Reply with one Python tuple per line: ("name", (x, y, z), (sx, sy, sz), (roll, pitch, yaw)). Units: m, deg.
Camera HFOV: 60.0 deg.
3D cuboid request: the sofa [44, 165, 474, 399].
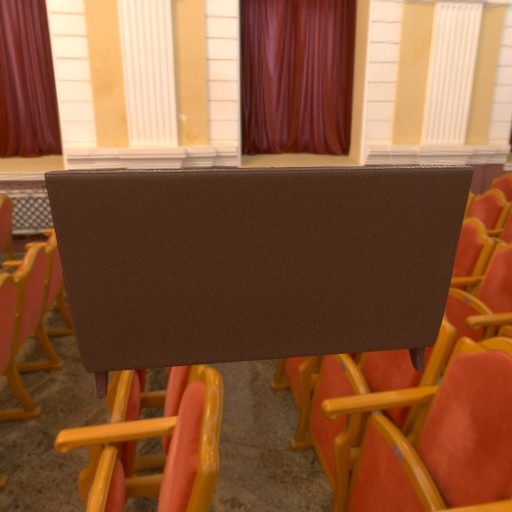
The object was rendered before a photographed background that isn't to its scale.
("sofa", (0.000, 0.000, 2.004), (1.468, 0.859, 0.853), (-2, 17, -8))
